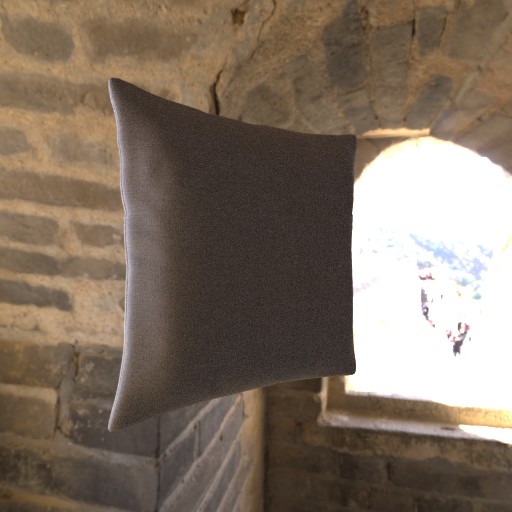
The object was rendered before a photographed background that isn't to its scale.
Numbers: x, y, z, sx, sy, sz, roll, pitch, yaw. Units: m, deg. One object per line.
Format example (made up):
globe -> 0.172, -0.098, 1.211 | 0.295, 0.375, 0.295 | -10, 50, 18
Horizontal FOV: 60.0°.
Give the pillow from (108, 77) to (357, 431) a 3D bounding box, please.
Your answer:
pillow -> 0.000, 0.000, 0.788 | 0.523, 0.510, 0.166 | 0, 0, -35
